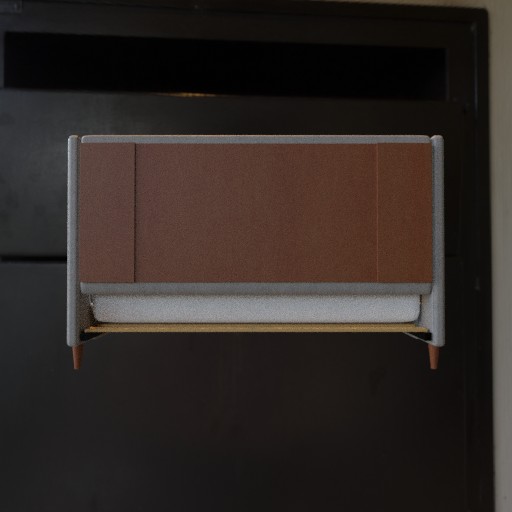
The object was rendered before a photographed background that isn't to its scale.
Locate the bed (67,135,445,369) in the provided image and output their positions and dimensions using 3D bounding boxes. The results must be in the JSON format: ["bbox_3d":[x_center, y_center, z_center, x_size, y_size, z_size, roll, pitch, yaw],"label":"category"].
[{"bbox_3d":[0.000,0.000,3.554,2.062,1.289,2.342,0,-1,0],"label":"bed"}]
